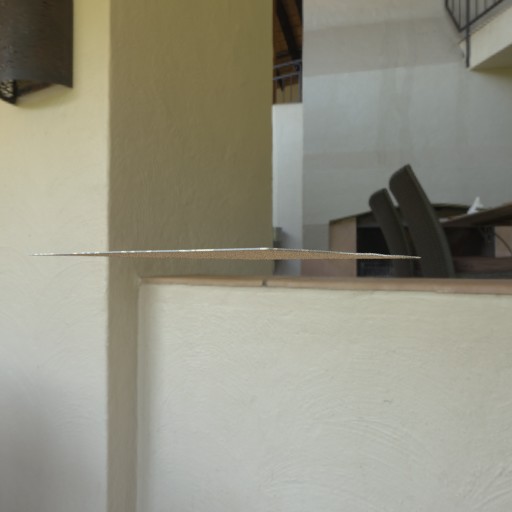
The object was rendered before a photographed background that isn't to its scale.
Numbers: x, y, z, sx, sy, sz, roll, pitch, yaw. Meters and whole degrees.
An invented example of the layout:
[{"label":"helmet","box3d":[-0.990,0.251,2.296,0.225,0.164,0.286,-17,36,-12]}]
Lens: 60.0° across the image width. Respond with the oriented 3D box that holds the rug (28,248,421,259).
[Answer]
[{"label":"rug","box3d":[0.000,0.000,2.825,1.522,0.013,2.133,-1,-1,34]}]
